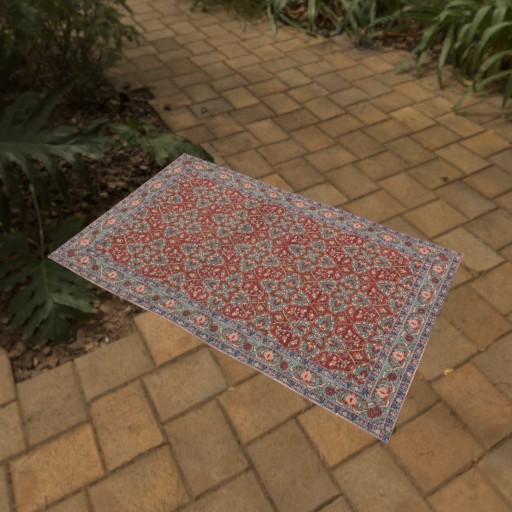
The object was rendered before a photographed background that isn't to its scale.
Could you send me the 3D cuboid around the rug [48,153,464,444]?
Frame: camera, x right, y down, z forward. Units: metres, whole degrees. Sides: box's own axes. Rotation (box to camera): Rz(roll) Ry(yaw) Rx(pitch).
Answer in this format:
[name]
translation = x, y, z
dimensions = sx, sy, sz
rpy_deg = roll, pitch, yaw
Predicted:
[rug]
translation = 0.000, 0.000, 3.058
dimensions = 2.439, 0.011, 1.533
rpy_deg = 24, 50, 22
